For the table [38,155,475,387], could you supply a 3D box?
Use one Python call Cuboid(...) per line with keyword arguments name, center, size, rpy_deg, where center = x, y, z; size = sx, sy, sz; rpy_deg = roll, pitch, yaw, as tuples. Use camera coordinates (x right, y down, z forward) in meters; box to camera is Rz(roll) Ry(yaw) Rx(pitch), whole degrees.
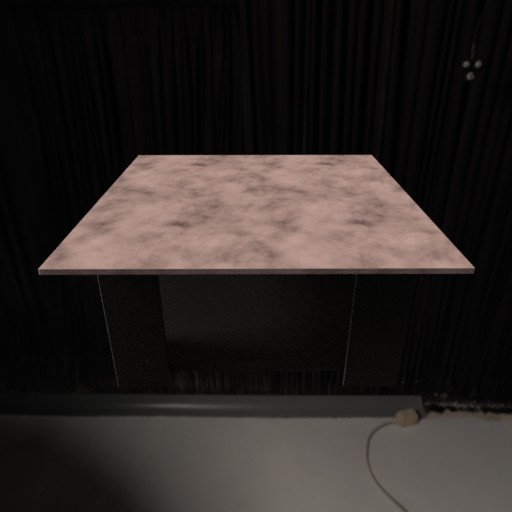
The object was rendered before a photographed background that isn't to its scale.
Cuboid(name="table", center=(0.000, 0.000, 1.046), size=(0.670, 0.305, 0.670), rpy_deg=(0, 27, 0))
